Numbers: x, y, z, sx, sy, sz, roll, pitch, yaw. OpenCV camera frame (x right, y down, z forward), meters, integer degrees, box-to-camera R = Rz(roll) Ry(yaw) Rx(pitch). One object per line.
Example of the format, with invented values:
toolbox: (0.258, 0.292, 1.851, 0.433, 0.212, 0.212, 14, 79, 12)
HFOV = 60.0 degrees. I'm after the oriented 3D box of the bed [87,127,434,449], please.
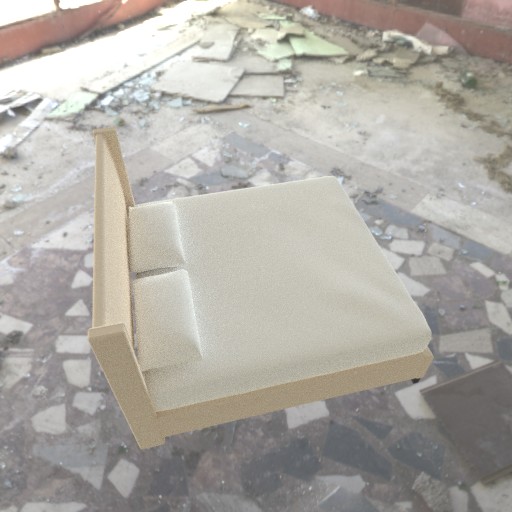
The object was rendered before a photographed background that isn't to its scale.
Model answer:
bed: (0.000, 0.000, 3.695, 2.293, 1.471, 2.145, -10, 47, -9)
